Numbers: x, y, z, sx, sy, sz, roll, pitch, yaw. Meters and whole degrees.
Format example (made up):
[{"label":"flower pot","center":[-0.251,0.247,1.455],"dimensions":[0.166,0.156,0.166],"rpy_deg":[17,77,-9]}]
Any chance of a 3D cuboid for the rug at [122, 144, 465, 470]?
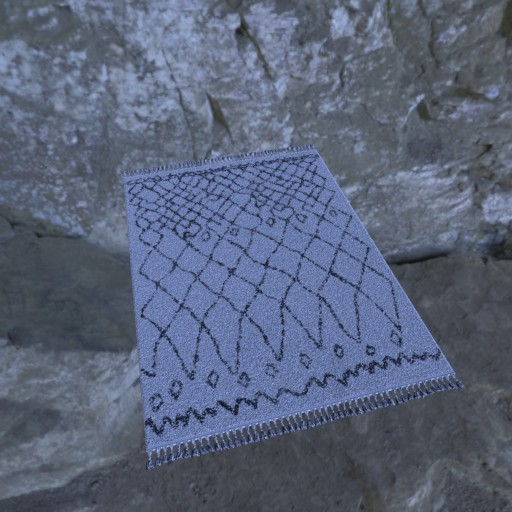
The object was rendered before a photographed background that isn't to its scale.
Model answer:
[{"label":"rug","center":[0.000,0.000,2.894],"dimensions":[1.613,0.017,2.312],"rpy_deg":[-11,48,-10]}]
